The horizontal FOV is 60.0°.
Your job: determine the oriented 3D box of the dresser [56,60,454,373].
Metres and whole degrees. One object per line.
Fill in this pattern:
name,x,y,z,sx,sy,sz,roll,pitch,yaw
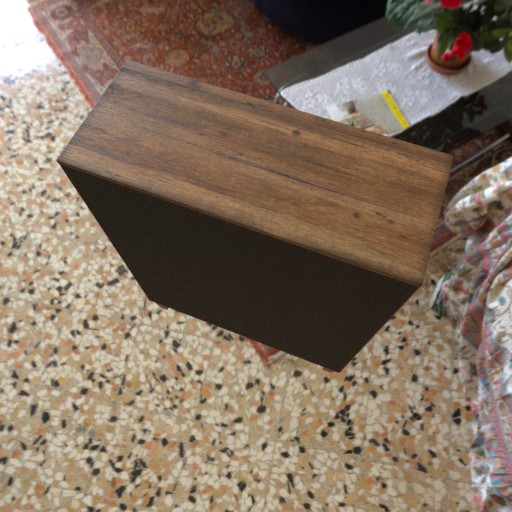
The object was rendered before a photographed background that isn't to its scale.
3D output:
dresser,0.000,0.000,1.898,1.067,1.359,0.438,19,67,9
